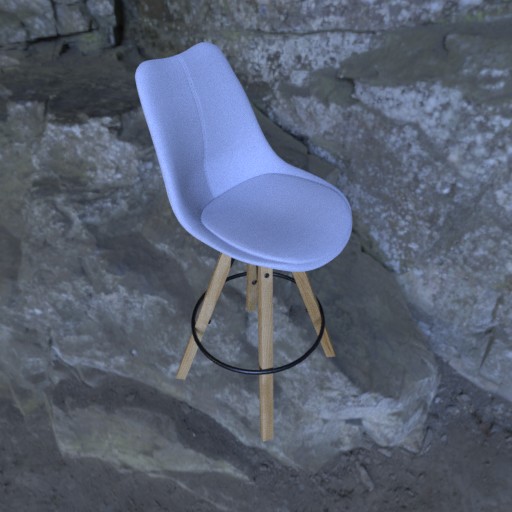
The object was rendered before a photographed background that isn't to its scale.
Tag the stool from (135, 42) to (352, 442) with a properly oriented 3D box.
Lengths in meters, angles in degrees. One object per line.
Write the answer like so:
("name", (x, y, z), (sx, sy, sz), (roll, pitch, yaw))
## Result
("stool", (0.000, 0.000, 1.384), (0.550, 1.115, 0.484), (26, 47, 27))
